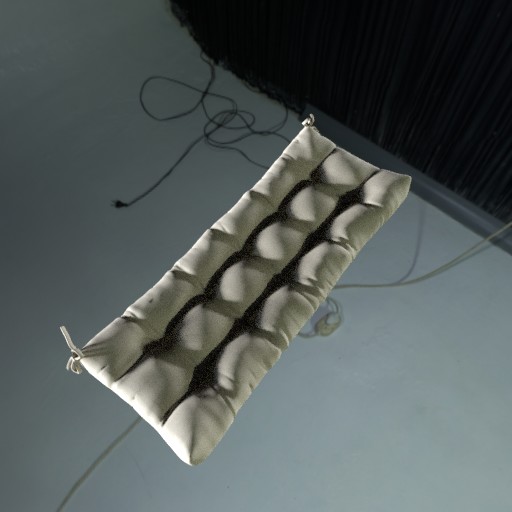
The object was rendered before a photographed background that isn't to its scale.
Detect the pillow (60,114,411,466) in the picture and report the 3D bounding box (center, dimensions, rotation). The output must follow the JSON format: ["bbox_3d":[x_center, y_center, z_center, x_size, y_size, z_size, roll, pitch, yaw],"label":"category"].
[{"bbox_3d":[0.000,0.000,1.382,0.511,0.174,1.194,34,65,18],"label":"pillow"}]
